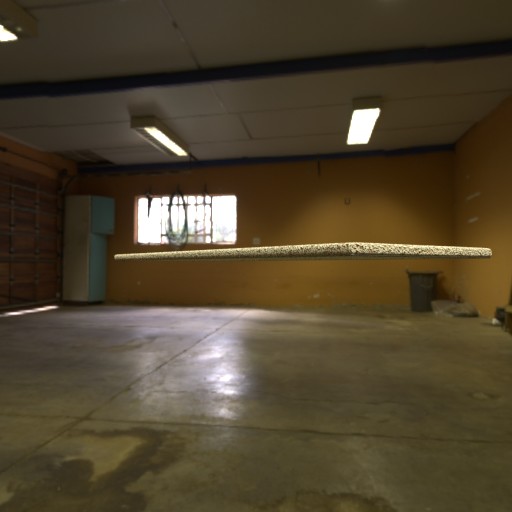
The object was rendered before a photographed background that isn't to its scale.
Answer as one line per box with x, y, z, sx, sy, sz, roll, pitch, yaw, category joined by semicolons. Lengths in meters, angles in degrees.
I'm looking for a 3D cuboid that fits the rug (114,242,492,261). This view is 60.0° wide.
0.000;0.000;1.731;0.609;0.030;1.524;1;-1;-36;rug
